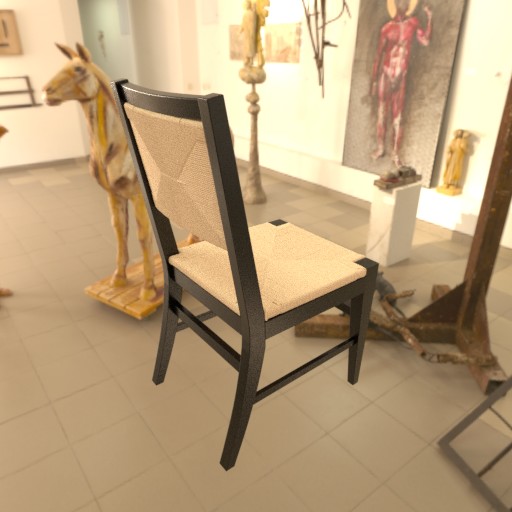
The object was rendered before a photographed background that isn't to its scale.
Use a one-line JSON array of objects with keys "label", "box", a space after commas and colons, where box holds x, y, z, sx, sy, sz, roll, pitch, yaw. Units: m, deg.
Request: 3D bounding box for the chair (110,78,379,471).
[{"label": "chair", "box": [0.000, 0.000, 1.246, 0.552, 0.927, 0.437, -19, 32, -33]}]
